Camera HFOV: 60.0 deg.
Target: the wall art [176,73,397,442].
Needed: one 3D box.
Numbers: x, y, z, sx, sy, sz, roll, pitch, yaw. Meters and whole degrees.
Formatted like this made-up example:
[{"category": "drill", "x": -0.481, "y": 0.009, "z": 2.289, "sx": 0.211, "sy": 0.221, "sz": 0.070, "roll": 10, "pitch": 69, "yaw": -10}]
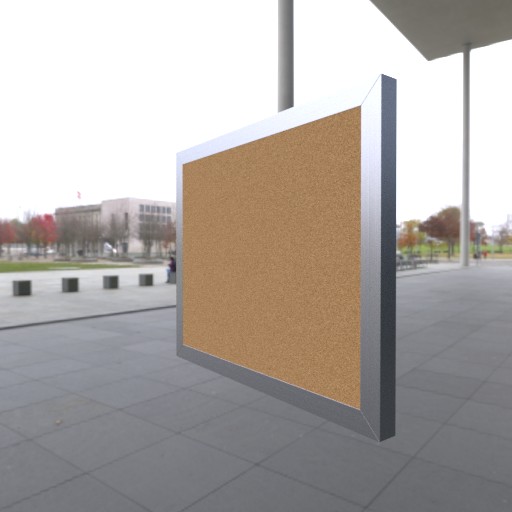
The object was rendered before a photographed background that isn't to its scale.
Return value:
[{"category": "wall art", "x": 0.000, "y": 0.000, "z": 0.780, "sx": 0.032, "sy": 0.456, "sz": 0.557, "roll": -1, "pitch": 1, "yaw": -37}]
